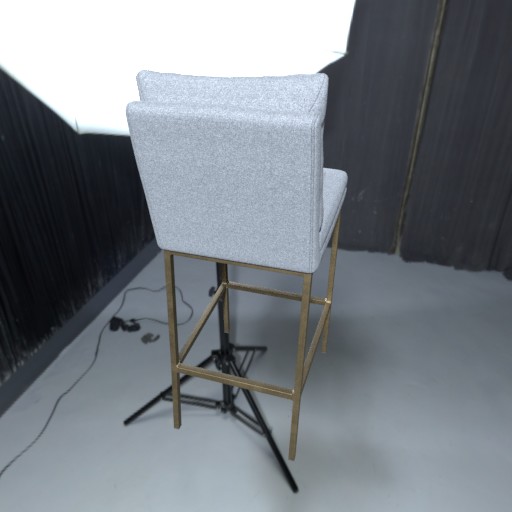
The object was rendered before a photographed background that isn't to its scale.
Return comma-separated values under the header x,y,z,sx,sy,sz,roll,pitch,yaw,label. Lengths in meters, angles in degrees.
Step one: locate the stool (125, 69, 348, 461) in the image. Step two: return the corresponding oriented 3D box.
x,y,z,sx,sy,sz,roll,pitch,yaw,label
0.000,0.000,1.381,0.463,1.130,0.569,9,32,15,stool
